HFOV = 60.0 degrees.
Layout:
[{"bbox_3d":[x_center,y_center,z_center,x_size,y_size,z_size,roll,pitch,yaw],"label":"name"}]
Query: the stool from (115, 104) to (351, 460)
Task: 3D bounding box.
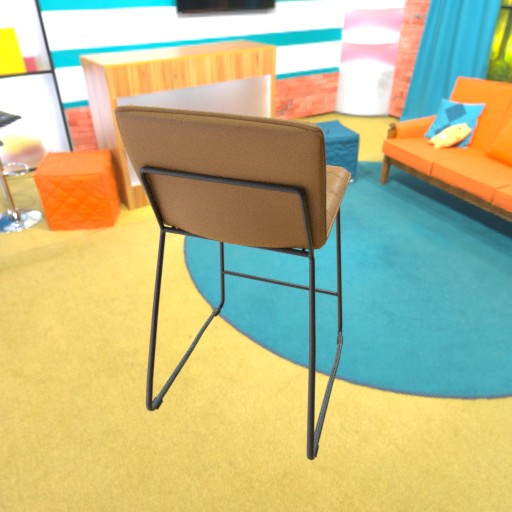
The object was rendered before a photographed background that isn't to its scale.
[{"bbox_3d":[0.000,0.000,1.167,0.489,0.866,0.524,10,34,16],"label":"stool"}]
